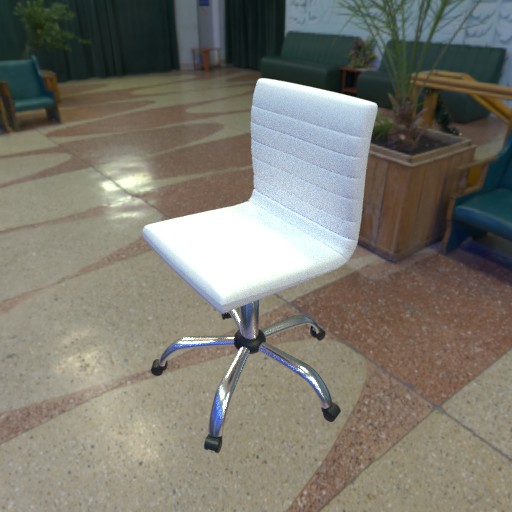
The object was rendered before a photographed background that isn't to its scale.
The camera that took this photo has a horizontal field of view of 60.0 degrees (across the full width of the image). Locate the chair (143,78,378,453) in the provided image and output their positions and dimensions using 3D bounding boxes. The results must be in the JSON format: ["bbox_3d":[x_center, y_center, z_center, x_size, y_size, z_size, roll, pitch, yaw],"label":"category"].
[{"bbox_3d":[0.000,0.000,1.121,0.530,0.780,0.556,-20,36,-30],"label":"chair"}]
